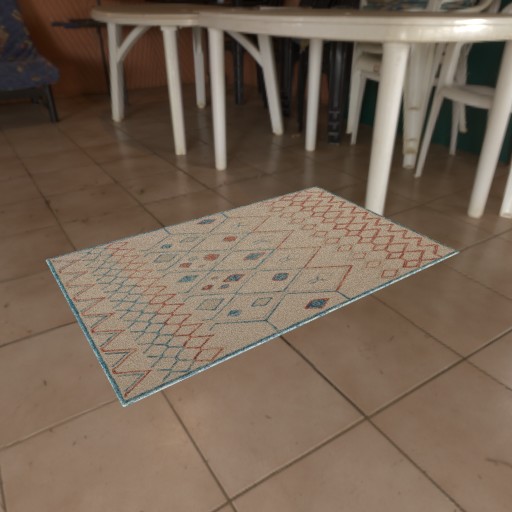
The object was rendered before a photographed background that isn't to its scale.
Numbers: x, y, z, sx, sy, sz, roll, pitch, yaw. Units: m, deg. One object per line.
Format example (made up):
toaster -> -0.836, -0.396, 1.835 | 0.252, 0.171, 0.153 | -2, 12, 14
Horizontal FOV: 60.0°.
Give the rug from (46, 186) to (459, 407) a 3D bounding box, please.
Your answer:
rug -> 0.000, 0.000, 3.077 | 2.438, 0.015, 1.524 | -19, 35, -29
